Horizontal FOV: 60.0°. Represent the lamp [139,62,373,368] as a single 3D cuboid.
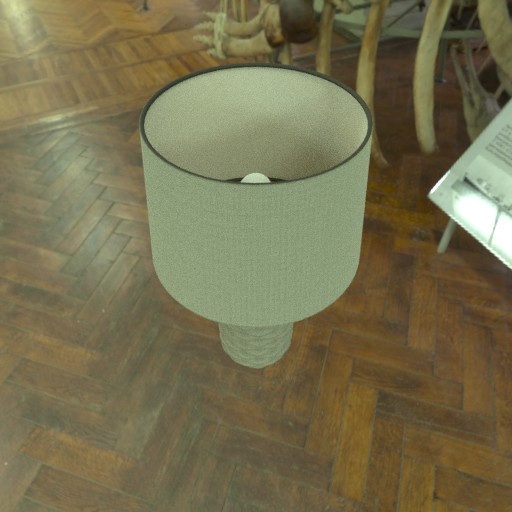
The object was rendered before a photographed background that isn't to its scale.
[{"bbox_3d":[0.000,0.000,0.842,0.376,0.594,0.376,0,47,0],"label":"lamp"}]
